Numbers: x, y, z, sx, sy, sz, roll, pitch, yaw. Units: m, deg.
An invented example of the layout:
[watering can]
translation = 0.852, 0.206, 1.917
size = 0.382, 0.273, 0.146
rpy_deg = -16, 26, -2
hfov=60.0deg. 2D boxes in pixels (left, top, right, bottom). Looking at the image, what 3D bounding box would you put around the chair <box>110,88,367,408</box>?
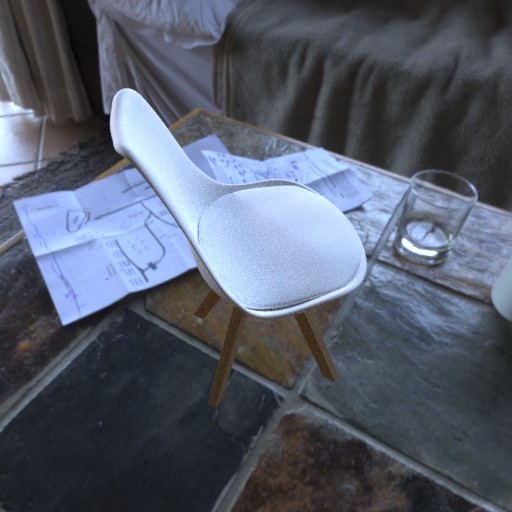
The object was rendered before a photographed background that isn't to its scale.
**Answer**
[chair]
translation = 0.000, 0.000, 1.154
size = 0.550, 0.849, 0.485
rpy_deg = -10, 47, -9
